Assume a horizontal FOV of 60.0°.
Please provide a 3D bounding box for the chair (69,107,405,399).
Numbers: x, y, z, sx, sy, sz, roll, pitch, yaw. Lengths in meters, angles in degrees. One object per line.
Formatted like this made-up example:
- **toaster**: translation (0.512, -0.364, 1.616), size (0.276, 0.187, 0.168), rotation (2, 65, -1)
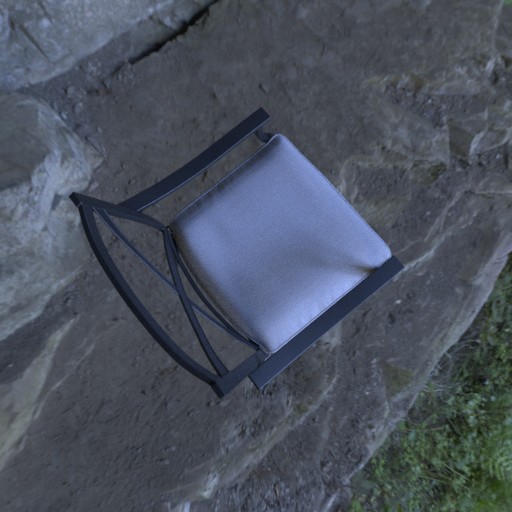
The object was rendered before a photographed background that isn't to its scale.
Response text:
- **chair**: translation (0.000, 0.000, 1.292), size (0.620, 0.889, 0.575), rotation (-38, 80, -8)
